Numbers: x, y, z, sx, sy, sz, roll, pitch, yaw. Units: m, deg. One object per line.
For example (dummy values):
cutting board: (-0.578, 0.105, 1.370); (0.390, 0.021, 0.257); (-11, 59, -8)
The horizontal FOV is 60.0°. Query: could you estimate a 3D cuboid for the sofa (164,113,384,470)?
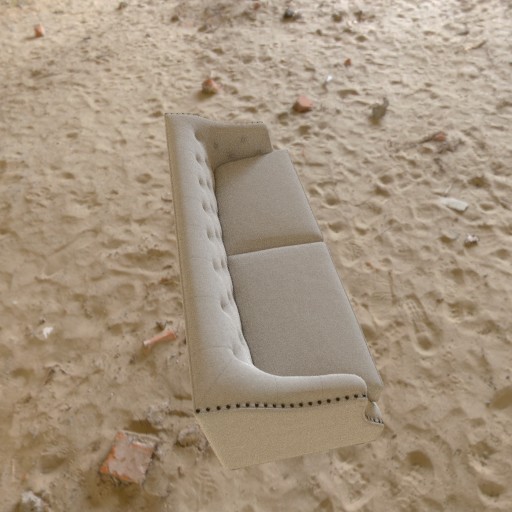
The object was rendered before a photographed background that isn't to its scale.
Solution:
sofa: (0.000, 0.000, 2.771); (0.914, 0.901, 2.235); (-8, 49, -7)
